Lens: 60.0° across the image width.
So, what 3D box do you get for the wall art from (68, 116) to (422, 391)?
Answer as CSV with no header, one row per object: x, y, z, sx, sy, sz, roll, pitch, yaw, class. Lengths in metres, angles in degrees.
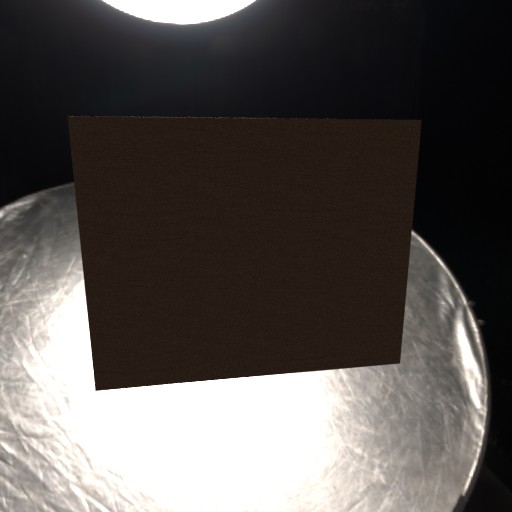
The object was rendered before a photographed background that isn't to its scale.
0.000,0.000,0.684,0.508,0.406,0.013,-3,15,-10,wall art
